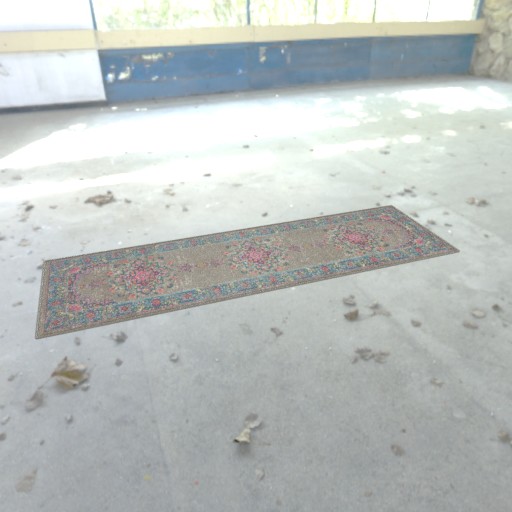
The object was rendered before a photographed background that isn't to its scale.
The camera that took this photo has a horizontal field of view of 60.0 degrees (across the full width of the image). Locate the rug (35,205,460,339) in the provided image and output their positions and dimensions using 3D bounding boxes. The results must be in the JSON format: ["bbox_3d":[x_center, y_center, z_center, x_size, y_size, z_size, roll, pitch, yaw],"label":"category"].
[{"bbox_3d":[0.000,0.000,2.024,1.827,0.012,0.553,-10,32,-17],"label":"rug"}]
